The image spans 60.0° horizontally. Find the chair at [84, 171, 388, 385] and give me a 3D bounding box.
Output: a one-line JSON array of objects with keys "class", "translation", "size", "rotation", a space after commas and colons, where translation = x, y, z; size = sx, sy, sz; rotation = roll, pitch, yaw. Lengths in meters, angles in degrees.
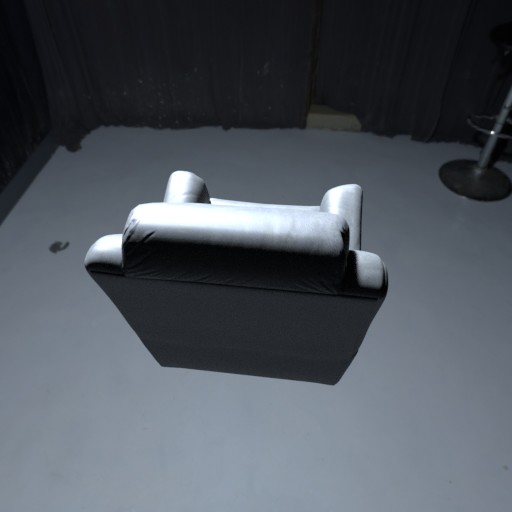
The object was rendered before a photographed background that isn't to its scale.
[{"class": "chair", "translation": [0.000, 0.000, 1.901], "size": [0.967, 1.116, 1.068], "rotation": [5, 46, 5]}]
